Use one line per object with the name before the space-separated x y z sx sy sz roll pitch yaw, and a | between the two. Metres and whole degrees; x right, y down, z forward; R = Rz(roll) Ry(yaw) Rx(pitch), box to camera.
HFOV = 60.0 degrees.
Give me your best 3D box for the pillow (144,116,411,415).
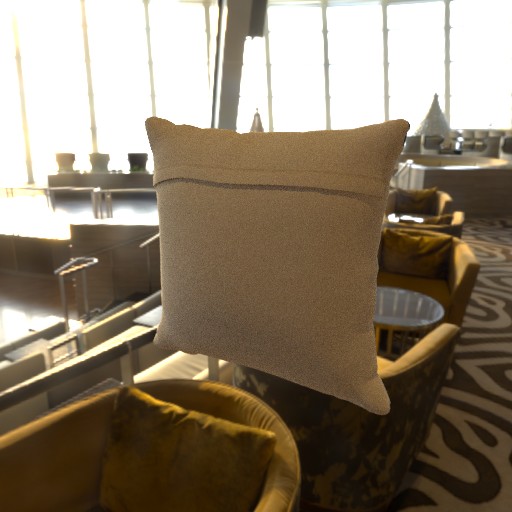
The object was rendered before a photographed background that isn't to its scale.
pillow | 0.000 0.000 0.832 0.536 0.506 0.229 9 18 28
